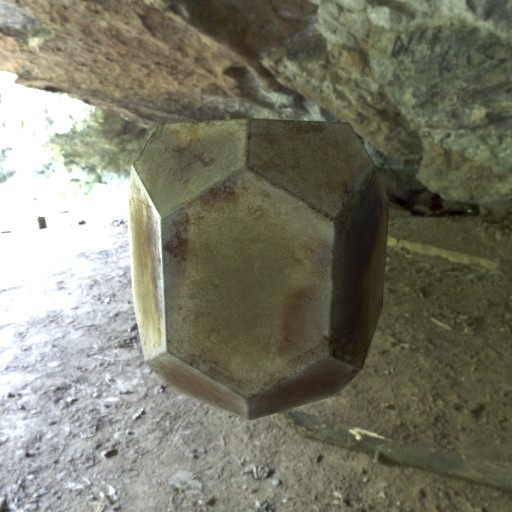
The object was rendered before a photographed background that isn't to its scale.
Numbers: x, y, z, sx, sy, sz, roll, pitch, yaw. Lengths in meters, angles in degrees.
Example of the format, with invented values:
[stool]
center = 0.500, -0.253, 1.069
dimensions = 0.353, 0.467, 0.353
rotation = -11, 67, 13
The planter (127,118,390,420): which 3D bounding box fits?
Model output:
[planter]
center = 0.000, 0.000, 0.421
dimensions = 0.221, 0.238, 0.243
rotation = -6, 14, -26
